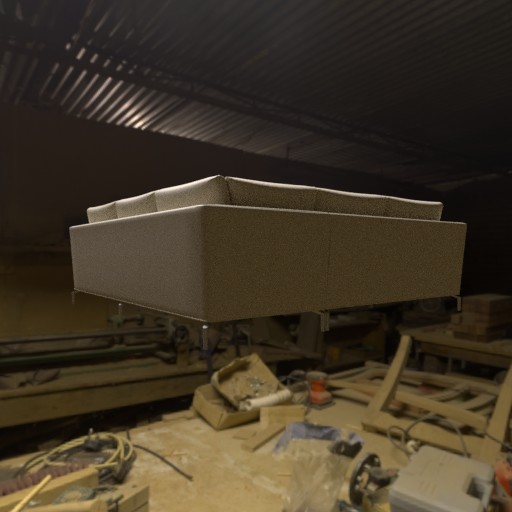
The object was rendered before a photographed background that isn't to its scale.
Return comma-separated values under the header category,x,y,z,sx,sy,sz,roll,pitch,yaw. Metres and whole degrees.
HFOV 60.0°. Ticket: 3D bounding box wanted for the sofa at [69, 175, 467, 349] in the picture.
category,x,y,z,sx,sy,sz,roll,pitch,yaw
sofa,0.000,0.000,3.769,2.430,0.867,2.448,0,1,-37
